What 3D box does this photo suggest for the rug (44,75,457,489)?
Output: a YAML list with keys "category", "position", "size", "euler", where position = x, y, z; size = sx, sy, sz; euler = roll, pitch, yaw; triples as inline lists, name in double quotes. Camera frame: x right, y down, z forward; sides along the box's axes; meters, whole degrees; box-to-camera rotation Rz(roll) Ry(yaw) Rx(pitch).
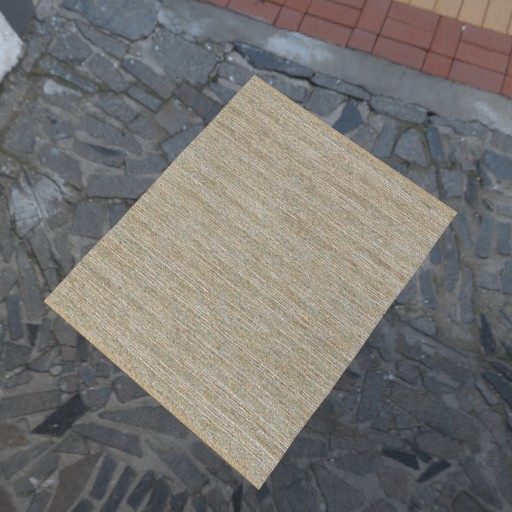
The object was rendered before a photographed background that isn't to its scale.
- category: "rug"
  position: [0.000, 0.000, 4.086]
  size: [2.471, 0.012, 3.034]
  euler: [37, 78, 10]
